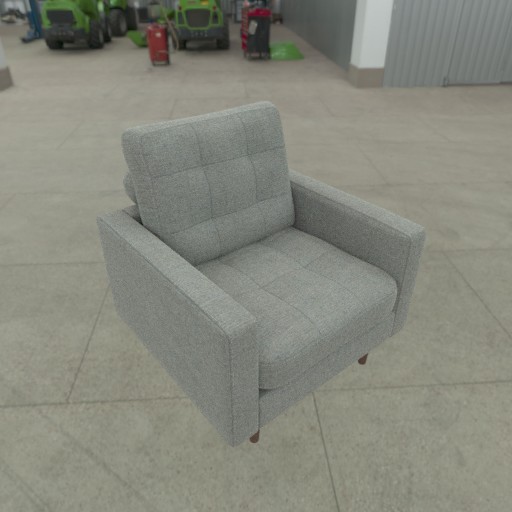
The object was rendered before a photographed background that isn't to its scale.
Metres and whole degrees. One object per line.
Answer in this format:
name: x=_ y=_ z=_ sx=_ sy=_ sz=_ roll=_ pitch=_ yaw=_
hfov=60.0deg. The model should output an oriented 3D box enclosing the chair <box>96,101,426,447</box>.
chair: x=0.000 y=0.000 z=1.558 sx=0.821 sy=0.880 sz=0.843 roll=-24 pitch=39 yaw=-32
